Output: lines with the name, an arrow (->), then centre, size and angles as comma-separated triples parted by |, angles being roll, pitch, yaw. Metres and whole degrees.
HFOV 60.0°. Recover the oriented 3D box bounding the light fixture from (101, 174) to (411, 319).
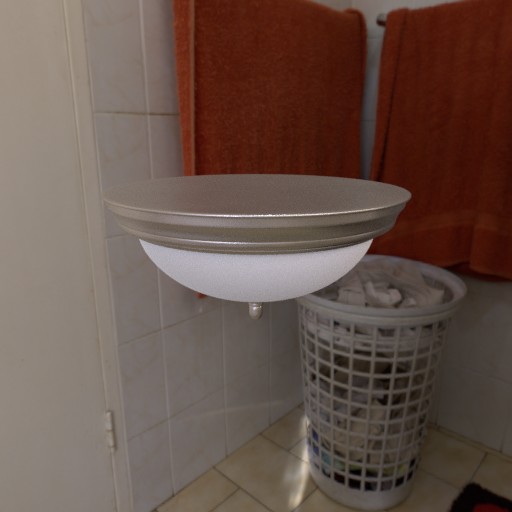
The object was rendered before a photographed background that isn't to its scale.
light fixture -> 0.000, 0.000, 0.439 | 0.280, 0.135, 0.280 | 0, 16, 0
